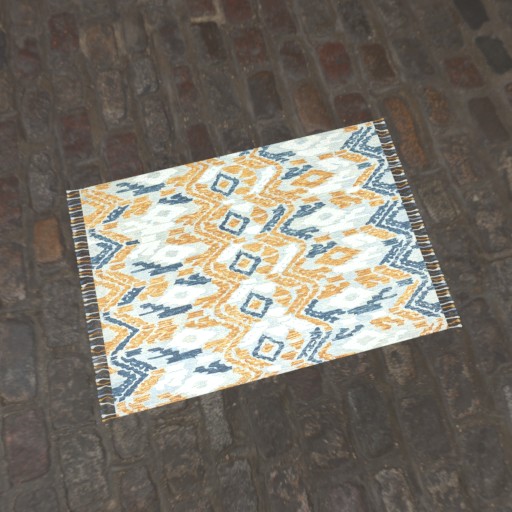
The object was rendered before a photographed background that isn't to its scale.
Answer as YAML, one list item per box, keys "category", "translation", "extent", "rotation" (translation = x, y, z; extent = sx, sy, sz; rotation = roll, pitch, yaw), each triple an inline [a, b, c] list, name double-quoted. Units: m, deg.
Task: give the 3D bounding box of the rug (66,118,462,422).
- category: "rug"
  translation: [0.000, 0.000, 2.319]
  extent: [1.827, 0.008, 1.230]
  rotation: [-14, 75, -4]
